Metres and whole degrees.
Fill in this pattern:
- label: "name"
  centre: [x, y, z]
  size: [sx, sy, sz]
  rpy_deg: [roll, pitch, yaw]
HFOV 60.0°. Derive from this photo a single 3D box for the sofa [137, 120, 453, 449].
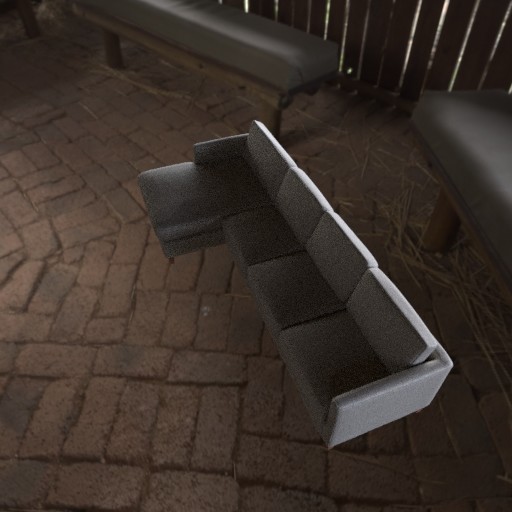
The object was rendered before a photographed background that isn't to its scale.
- label: "sofa"
  centre: [0.000, 0.000, 3.826]
  size: [1.502, 0.876, 3.201]
  rpy_deg: [-15, 47, -15]
